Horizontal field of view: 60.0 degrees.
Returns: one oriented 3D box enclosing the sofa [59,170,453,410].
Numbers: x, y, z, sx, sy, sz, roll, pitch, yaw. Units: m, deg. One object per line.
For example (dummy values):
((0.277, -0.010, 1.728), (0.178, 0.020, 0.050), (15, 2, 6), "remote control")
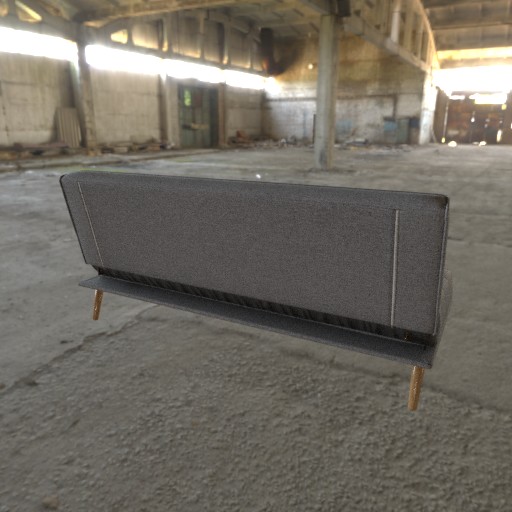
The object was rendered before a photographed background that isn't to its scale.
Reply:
((0.000, 0.000, 2.245), (1.820, 0.830, 0.810), (9, 19, 27), "sofa")
